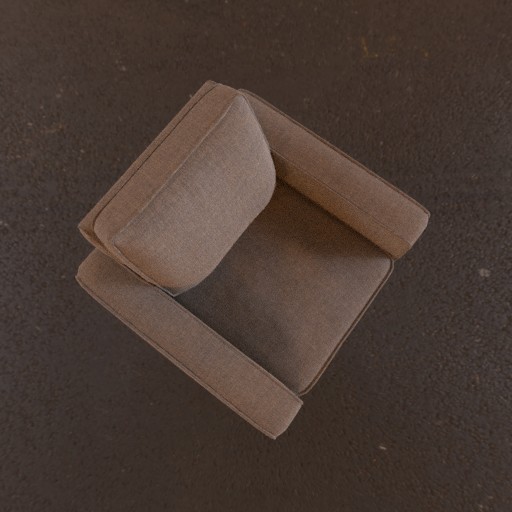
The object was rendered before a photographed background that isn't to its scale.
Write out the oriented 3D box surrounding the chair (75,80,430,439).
[{"bbox_3d":[0.000,0.000,1.752,0.940,0.914,1.016,36,78,9],"label":"chair"}]
